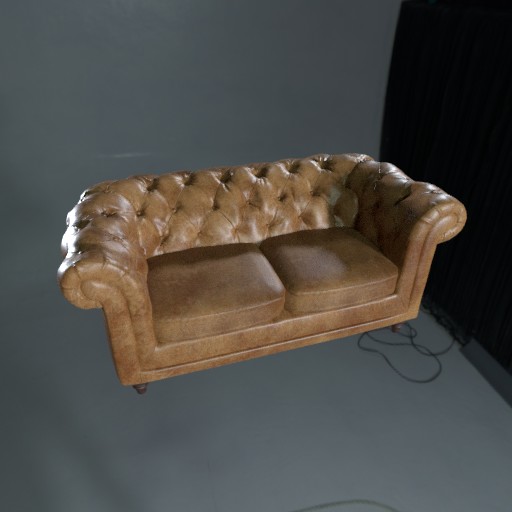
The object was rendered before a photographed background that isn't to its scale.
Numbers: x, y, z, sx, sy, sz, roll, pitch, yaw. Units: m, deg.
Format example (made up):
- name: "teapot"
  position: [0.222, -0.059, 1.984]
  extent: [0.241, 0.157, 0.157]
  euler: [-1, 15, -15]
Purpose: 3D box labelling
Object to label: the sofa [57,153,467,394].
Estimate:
- name: "sofa"
  position: [0.000, 0.000, 2.569]
  extent: [1.979, 0.877, 1.042]
  euler: [-10, 33, -15]
